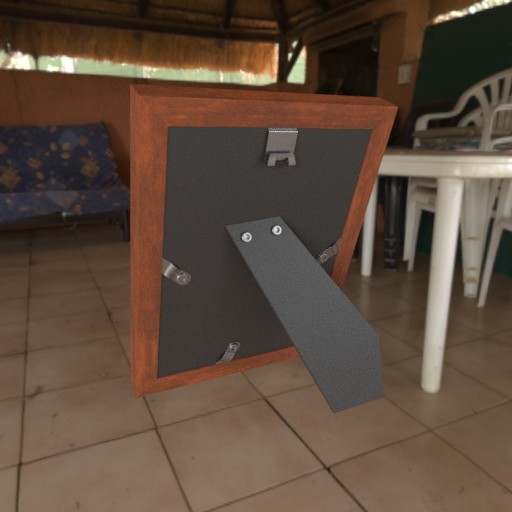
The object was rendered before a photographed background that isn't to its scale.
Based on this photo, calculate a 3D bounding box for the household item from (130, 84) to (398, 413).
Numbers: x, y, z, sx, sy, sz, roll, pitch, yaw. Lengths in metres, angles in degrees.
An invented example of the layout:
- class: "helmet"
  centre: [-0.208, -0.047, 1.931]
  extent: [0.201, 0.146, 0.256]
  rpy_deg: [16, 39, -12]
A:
- class: "household item"
  centre: [0.000, 0.000, 0.298]
  extent: [0.160, 0.204, 0.096]
  rpy_deg: [-7, 16, -26]
